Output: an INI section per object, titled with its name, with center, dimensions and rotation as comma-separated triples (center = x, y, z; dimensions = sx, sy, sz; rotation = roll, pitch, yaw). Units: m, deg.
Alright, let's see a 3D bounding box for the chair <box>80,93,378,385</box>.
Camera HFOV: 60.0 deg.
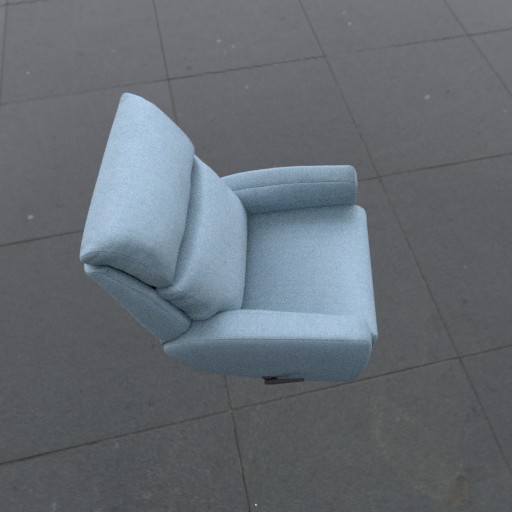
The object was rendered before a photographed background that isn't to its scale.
[chair]
center = 0.000, 0.000, 1.669
dimensions = 0.940, 1.013, 0.812
rotation = 2, 61, 1
